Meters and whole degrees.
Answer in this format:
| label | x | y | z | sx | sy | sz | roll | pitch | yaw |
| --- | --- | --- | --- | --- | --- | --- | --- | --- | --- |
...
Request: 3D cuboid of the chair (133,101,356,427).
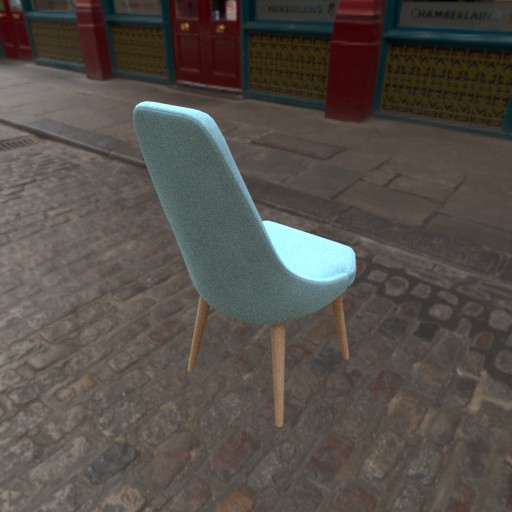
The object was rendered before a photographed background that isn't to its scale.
| label | x | y | z | sx | sy | sz | roll | pitch | yaw |
| --- | --- | --- | --- | --- | --- | --- | --- | --- | --- |
| chair | 0.000 | 0.000 | 1.439 | 0.510 | 1.040 | 0.660 | 21 | 36 | 32 |
